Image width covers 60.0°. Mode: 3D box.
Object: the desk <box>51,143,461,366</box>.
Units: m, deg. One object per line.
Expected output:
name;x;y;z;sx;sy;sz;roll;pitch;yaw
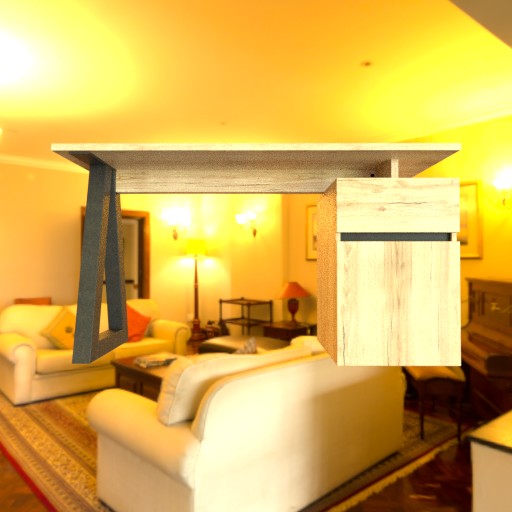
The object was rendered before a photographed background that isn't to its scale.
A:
desk;0.000;0.000;1.781;1.400;0.760;0.550;0;-1;0
